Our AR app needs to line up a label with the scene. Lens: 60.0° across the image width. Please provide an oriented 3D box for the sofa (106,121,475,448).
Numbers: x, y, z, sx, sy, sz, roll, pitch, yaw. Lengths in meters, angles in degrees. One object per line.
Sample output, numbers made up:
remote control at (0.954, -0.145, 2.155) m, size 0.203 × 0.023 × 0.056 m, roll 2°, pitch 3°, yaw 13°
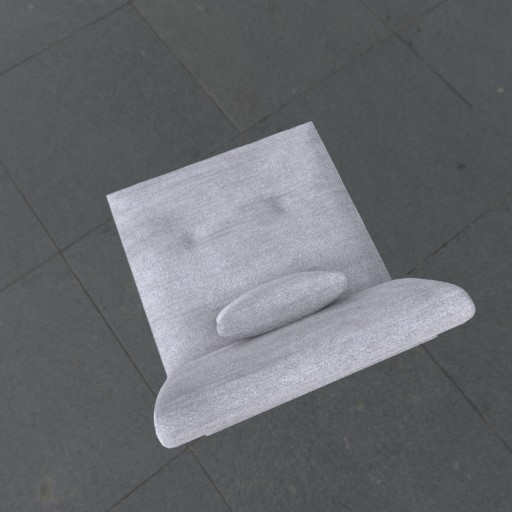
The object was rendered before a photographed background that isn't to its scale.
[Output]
sofa at (0.000, 0.000, 1.642) m, size 0.930 × 0.820 × 1.000 m, roll -21°, pitch 75°, yaw -6°
